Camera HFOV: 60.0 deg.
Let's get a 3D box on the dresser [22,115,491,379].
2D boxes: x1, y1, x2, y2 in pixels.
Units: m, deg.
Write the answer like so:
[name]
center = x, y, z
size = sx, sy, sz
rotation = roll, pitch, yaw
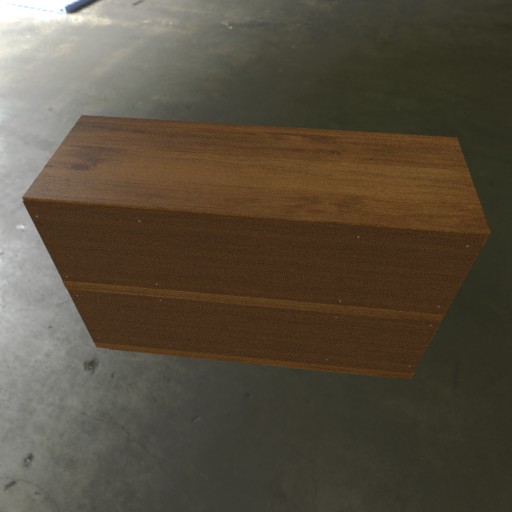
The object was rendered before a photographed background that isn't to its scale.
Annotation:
[dresser]
center = 0.000, 0.000, 1.638
size = 1.261, 0.825, 0.479
rotation = 5, 48, 4
